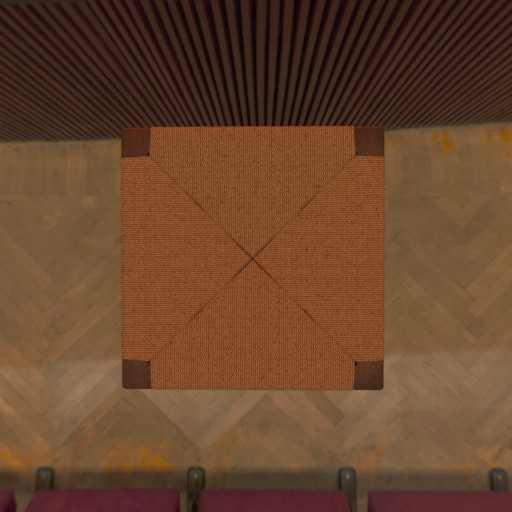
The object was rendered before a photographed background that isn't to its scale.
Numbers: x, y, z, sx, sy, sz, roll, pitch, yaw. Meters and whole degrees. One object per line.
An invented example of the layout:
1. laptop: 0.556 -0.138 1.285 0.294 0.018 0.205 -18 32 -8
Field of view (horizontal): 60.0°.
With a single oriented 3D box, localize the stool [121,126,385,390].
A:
1. stool: 0.000 0.000 1.096 0.497 0.762 0.507 0 91 1
